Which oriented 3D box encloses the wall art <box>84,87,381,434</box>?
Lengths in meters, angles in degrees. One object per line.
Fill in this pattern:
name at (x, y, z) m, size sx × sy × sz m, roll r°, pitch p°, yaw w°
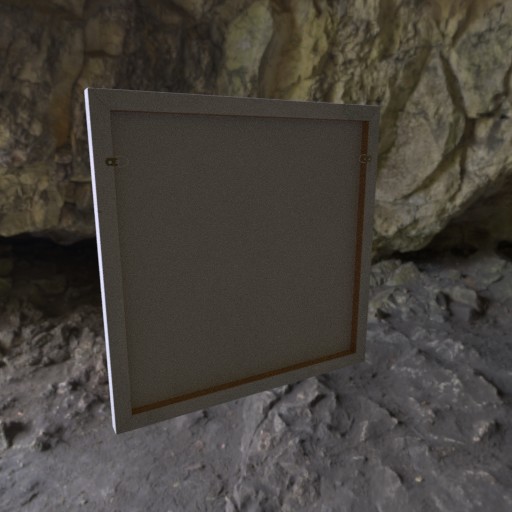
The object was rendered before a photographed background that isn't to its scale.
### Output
wall art at (0.000, 0.000, 1.135) m, size 0.762 × 0.762 × 0.041 m, roll -7°, pitch 15°, yaw -28°
